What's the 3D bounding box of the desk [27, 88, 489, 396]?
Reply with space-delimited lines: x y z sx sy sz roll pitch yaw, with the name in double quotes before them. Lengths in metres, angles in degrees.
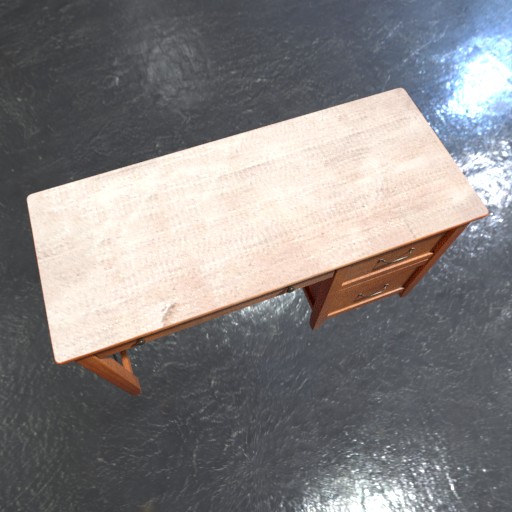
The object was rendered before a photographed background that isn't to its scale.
"desk" 0.000 0.000 1.736 1.353 0.756 0.574 -18 66 -9
